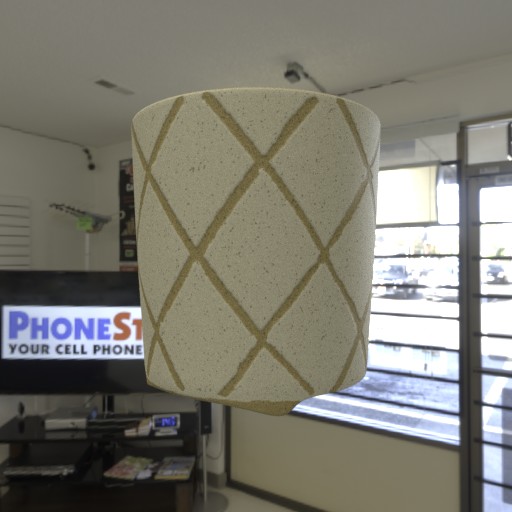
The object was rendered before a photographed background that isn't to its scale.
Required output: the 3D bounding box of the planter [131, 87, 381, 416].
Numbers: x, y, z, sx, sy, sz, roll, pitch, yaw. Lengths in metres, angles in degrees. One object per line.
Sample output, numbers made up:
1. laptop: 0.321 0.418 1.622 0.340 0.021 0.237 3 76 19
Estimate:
1. planter: 0.000 0.000 0.420 0.228 0.235 0.228 0 0 0
